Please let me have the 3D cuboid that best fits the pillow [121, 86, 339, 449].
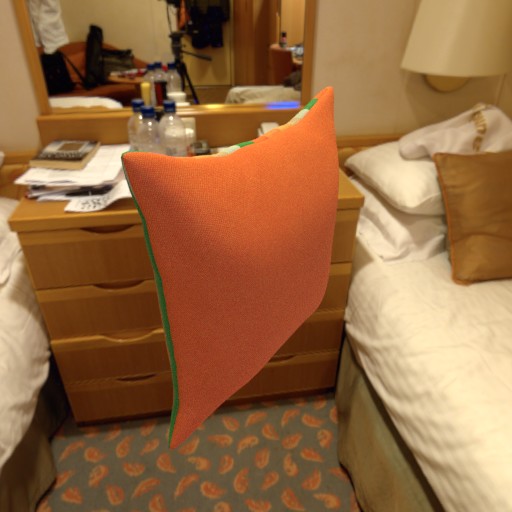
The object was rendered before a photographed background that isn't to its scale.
[{"bbox_3d":[0.000,0.000,0.694,0.169,0.444,0.453,19,35,29],"label":"pillow"}]
